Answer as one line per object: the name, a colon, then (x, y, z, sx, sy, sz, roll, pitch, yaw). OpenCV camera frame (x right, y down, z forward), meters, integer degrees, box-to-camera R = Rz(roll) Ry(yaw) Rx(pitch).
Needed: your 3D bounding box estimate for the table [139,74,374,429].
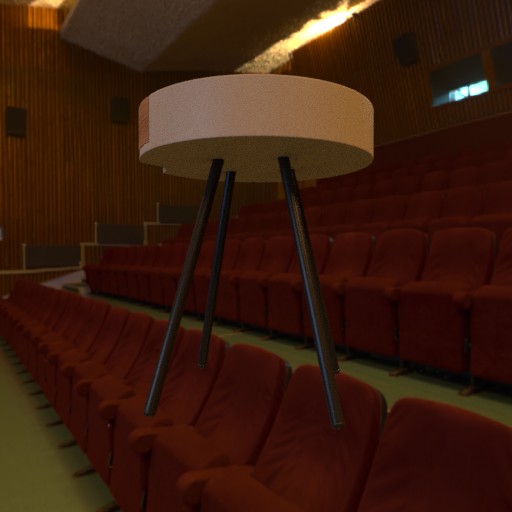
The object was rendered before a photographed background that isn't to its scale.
table: (0.000, 0.000, 0.850, 0.450, 0.525, 0.450, 0, 1, 0)
